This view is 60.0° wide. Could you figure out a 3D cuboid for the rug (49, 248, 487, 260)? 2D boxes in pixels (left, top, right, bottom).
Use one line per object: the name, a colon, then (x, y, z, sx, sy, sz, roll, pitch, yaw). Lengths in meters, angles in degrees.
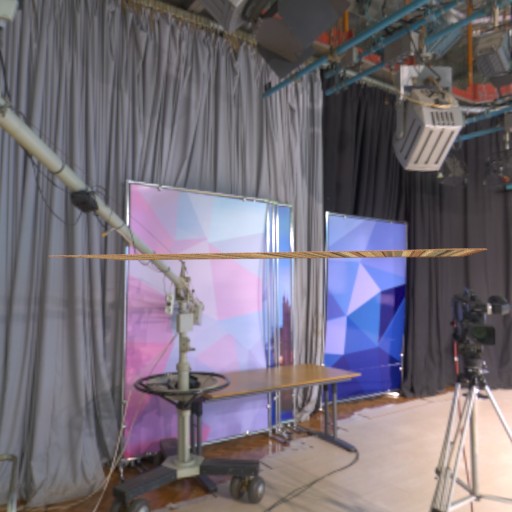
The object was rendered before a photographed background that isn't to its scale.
rug: (0.000, 0.000, 2.737, 2.444, 0.010, 0.799, -1, -2, 18)
